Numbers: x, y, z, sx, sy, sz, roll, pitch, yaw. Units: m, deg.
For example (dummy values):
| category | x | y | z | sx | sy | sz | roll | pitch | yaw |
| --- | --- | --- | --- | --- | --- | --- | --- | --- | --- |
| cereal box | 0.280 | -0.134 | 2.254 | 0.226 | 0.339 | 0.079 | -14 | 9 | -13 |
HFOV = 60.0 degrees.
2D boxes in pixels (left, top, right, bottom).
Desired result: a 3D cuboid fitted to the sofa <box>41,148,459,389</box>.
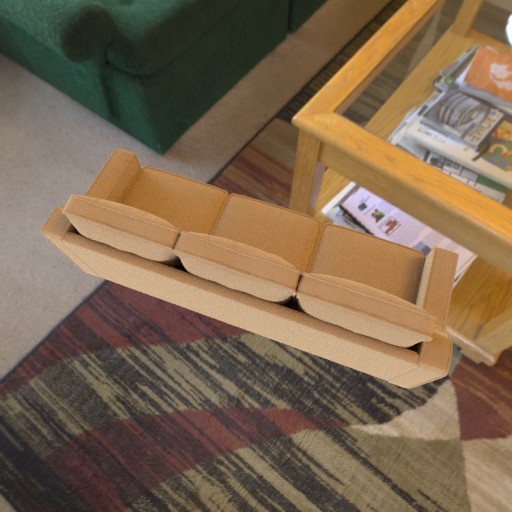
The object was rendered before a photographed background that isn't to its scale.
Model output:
| category | x | y | z | sx | sy | sz | roll | pitch | yaw |
| --- | --- | --- | --- | --- | --- | --- | --- | --- | --- |
| sofa | 0.000 | 0.000 | 2.568 | 2.131 | 0.902 | 0.791 | 18 | 65 | 9 |
